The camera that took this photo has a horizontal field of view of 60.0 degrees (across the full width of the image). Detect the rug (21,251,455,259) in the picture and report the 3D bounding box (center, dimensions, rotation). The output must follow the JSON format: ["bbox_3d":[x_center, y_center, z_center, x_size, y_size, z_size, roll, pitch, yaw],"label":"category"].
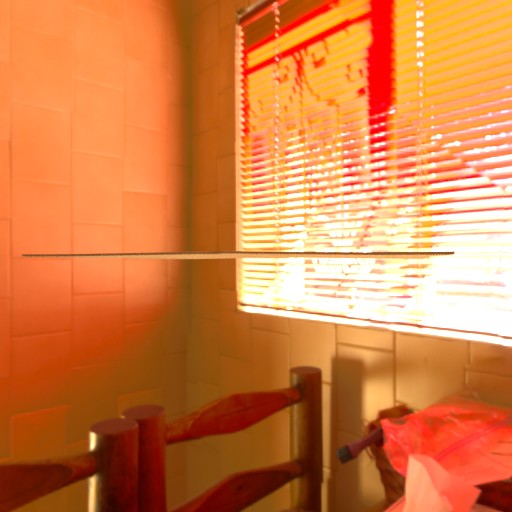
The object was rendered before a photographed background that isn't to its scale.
[{"bbox_3d":[0.000,0.000,4.241,3.202,0.045,2.434,0,-1,17],"label":"rug"}]
